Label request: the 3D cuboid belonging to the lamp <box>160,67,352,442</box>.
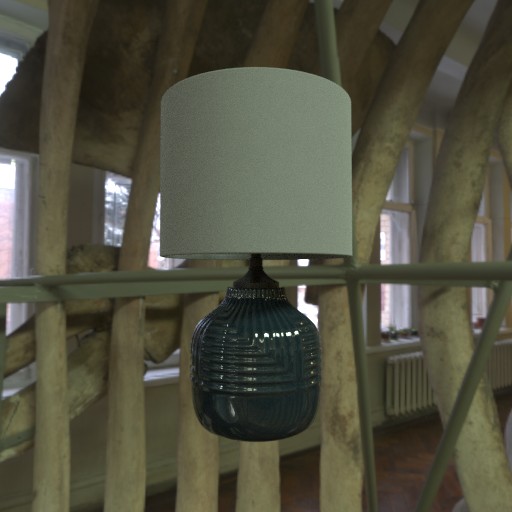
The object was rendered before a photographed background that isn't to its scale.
[{"bbox_3d":[0.000,0.000,0.747,0.318,0.567,0.318,0,-2,0],"label":"lamp"}]
